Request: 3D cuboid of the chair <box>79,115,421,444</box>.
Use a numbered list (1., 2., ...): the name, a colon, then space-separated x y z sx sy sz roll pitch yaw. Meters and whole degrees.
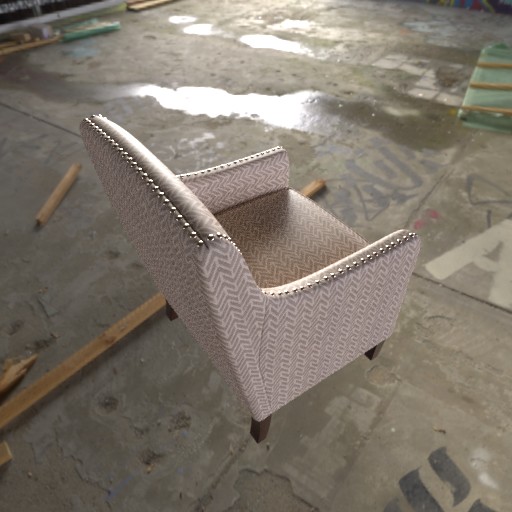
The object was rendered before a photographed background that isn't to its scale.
1. chair: 0.000 0.000 1.290 0.651 0.816 0.623 -25 47 -25
